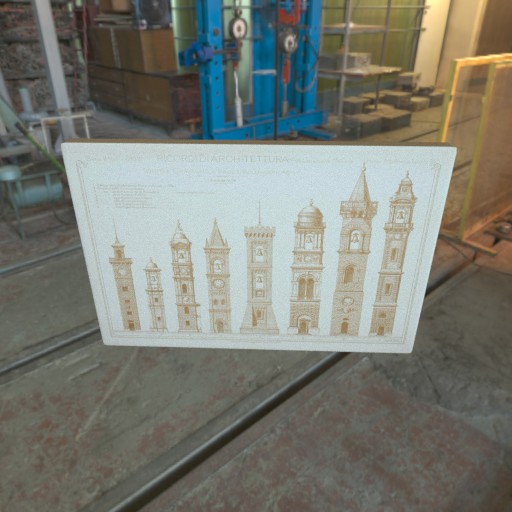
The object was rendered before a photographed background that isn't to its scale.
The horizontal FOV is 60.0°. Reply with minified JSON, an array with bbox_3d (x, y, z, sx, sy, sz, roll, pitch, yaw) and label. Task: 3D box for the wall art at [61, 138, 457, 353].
[{"bbox_3d":[0.000,0.000,0.493,0.380,0.254,0.019,1,29,2],"label":"wall art"}]
